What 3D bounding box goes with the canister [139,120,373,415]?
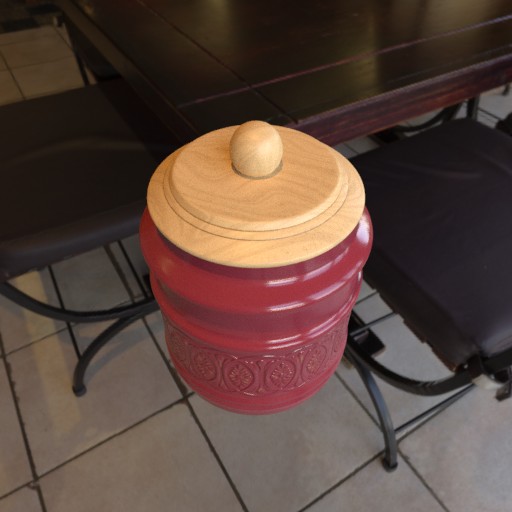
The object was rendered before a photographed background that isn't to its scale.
[{"bbox_3d":[0.000,0.000,0.271,0.130,0.176,0.130,0,46,0],"label":"canister"}]
